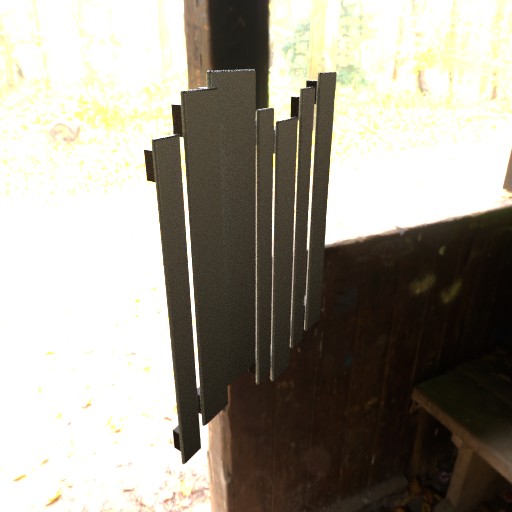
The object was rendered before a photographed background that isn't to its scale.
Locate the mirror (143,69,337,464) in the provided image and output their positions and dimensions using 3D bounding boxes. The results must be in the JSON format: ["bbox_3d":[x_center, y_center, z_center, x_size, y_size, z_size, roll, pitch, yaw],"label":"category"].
[{"bbox_3d":[0.000,0.000,0.787,0.058,0.611,0.445,16,29,31],"label":"mirror"}]
